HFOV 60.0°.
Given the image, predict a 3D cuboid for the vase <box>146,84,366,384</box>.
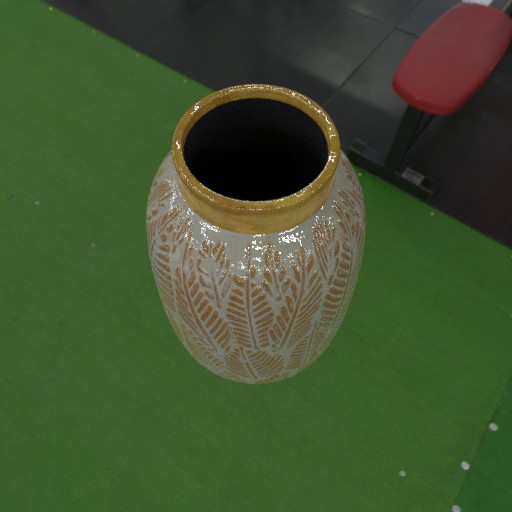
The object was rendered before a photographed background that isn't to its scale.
[{"bbox_3d":[0.000,0.000,0.370,0.172,0.270,0.172,0,61,0],"label":"vase"}]
